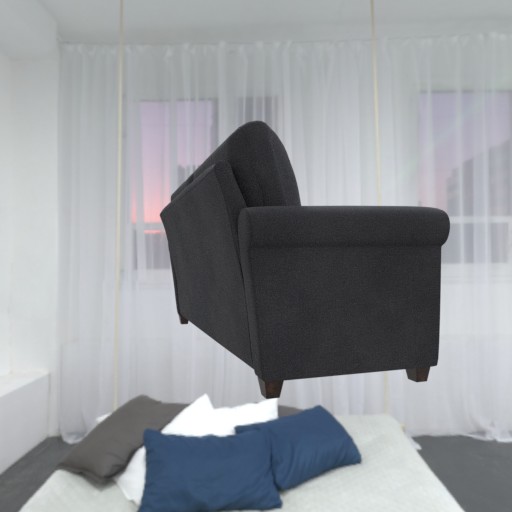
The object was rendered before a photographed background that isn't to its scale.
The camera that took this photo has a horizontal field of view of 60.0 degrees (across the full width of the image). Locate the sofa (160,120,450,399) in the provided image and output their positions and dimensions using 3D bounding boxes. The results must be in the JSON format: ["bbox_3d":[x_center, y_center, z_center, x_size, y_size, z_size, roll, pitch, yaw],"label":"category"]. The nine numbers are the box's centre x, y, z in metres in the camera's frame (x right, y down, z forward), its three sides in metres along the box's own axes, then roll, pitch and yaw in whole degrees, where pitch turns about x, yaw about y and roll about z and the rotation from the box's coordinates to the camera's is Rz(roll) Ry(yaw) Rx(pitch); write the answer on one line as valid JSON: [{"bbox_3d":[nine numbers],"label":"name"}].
[{"bbox_3d":[0.000,0.000,2.375,0.842,0.942,1.935,0,-1,-18],"label":"sofa"}]
